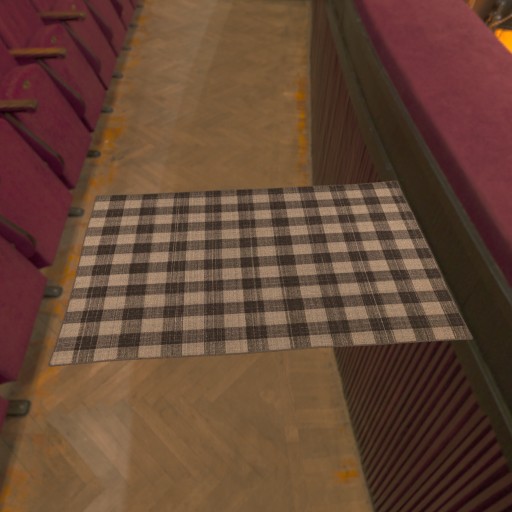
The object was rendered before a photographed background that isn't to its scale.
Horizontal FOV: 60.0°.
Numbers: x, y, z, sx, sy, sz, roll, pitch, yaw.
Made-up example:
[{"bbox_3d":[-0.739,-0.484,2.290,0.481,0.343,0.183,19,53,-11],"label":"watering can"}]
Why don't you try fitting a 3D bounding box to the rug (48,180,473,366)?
[{"bbox_3d":[0.000,0.000,3.102,2.476,0.011,1.554,-3,46,-3],"label":"rug"}]
